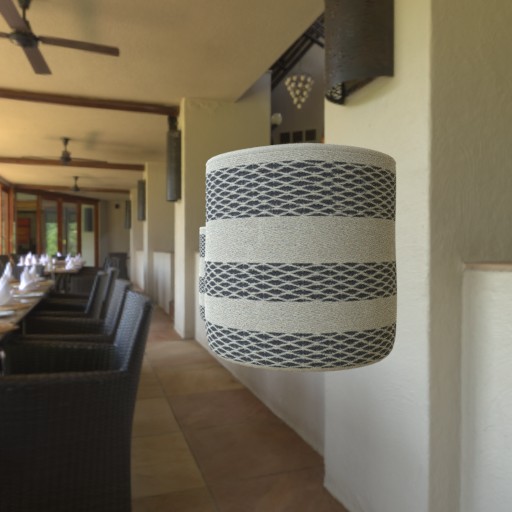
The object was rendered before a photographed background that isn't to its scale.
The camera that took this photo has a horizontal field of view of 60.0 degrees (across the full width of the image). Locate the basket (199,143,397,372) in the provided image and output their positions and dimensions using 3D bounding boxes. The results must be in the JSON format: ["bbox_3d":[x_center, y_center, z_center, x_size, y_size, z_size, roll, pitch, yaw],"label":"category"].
[{"bbox_3d":[0.000,0.000,1.104,0.351,0.356,0.917,0,1,-16],"label":"basket"}]
